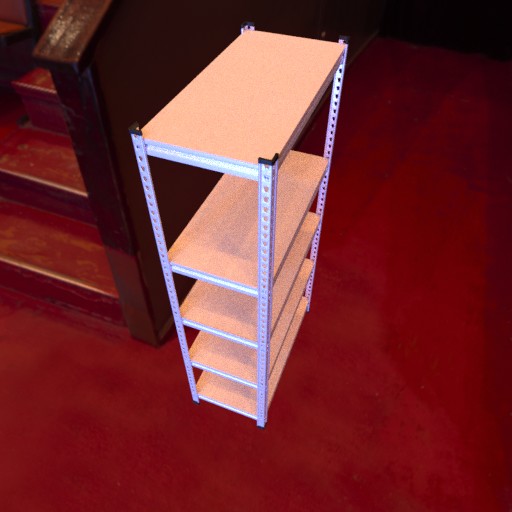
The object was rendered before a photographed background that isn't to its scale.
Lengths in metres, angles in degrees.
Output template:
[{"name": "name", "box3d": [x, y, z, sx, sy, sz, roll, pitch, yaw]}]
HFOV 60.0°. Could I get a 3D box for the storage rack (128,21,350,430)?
[{"name": "storage rack", "box3d": [0.000, 0.000, 2.202, 0.457, 1.829, 0.914, 16, 49, 14]}]
